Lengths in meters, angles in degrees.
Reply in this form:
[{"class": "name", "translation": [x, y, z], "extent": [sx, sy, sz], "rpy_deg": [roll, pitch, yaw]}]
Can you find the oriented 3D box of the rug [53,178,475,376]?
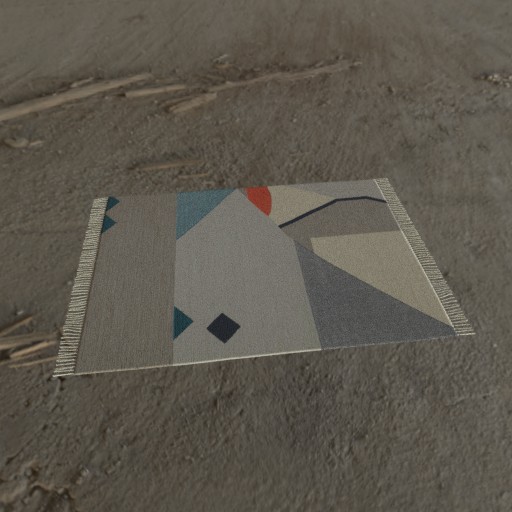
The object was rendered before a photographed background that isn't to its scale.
[{"class": "rug", "translation": [0.000, 0.000, 2.321], "extent": [1.828, 0.005, 1.220], "rpy_deg": [-5, 45, -5]}]
